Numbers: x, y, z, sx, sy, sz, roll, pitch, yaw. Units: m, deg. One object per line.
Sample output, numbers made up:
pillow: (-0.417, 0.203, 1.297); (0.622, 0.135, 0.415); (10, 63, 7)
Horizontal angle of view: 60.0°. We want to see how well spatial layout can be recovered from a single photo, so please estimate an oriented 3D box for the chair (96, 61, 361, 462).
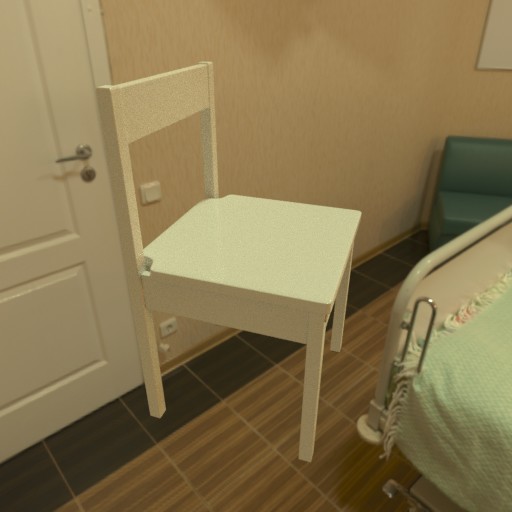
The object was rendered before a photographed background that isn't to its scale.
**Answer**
chair: (0.000, 0.000, 0.883); (0.361, 0.668, 0.367); (10, 31, 16)
